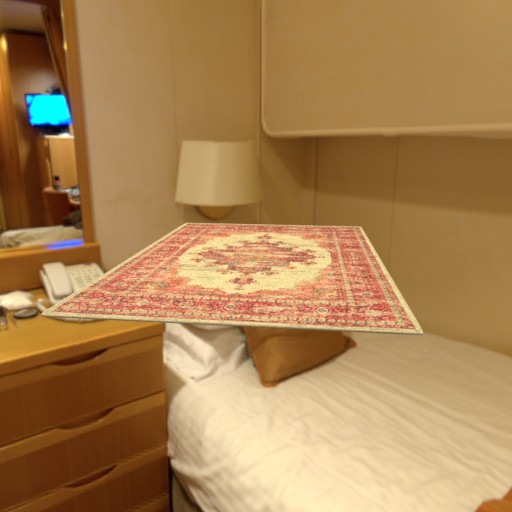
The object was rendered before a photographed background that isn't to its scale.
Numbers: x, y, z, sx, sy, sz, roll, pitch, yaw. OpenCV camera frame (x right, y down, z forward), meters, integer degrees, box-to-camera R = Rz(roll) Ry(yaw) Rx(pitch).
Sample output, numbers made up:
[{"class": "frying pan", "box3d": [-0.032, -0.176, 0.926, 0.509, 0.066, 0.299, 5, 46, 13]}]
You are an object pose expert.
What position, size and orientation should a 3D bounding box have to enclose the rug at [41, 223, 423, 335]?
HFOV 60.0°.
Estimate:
[{"class": "rug", "box3d": [0.000, 0.000, 3.656, 2.005, 0.014, 2.878, 2, 14, 7]}]
